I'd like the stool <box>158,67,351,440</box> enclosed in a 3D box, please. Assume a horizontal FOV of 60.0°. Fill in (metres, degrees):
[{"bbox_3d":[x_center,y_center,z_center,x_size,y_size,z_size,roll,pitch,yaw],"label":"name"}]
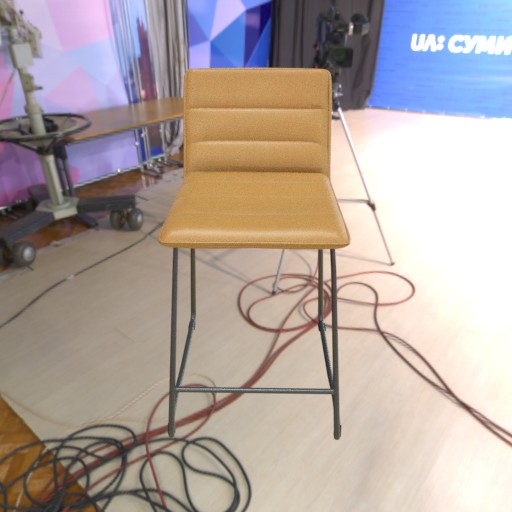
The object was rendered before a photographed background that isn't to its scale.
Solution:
[{"bbox_3d":[0.000,0.000,1.181,0.489,0.866,0.524,1,31,1],"label":"stool"}]
